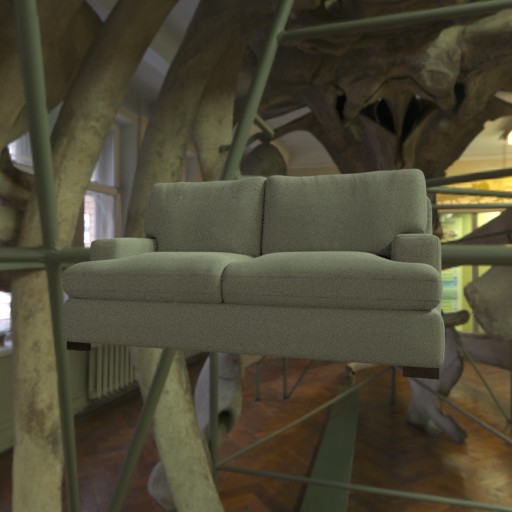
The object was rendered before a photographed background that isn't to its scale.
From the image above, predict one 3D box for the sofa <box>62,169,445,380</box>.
[{"bbox_3d":[0.000,0.000,2.421,1.855,0.980,0.962,0,0,18],"label":"sofa"}]
